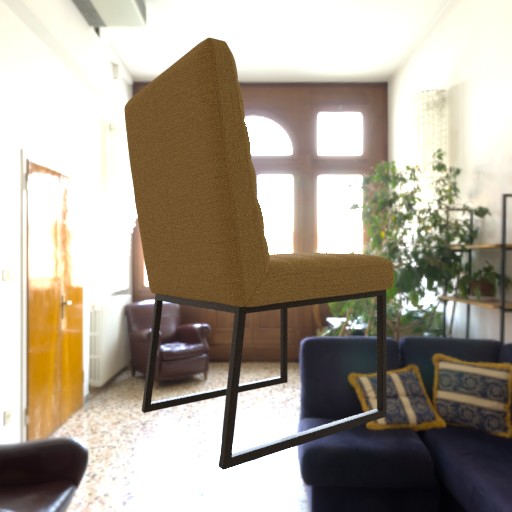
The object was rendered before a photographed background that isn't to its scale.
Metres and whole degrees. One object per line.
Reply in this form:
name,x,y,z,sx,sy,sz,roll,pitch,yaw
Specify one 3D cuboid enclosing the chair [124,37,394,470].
chair,0.000,0.000,1.296,0.634,0.930,0.520,0,-1,-36
